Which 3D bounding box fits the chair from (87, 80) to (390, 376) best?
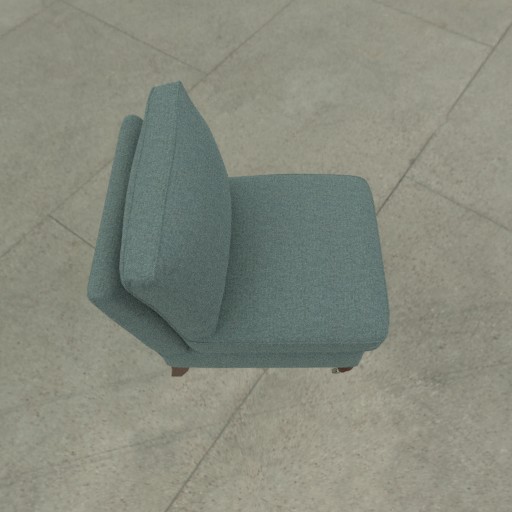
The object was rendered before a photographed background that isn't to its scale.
[{"bbox_3d":[0.000,0.000,1.447,0.796,0.901,0.624,0,61,0],"label":"chair"}]
